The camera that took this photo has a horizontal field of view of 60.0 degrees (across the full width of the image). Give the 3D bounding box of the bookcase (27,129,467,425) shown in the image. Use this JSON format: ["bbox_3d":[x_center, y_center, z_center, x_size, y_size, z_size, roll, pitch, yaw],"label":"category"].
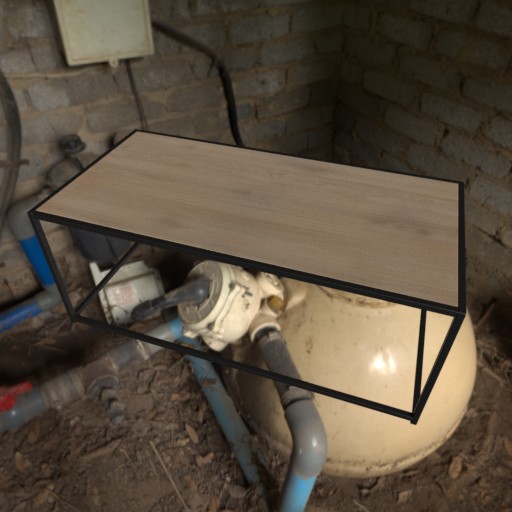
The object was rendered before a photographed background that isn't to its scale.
[{"bbox_3d":[0.000,0.000,1.253,1.000,0.400,0.500,13,42,15],"label":"bookcase"}]
